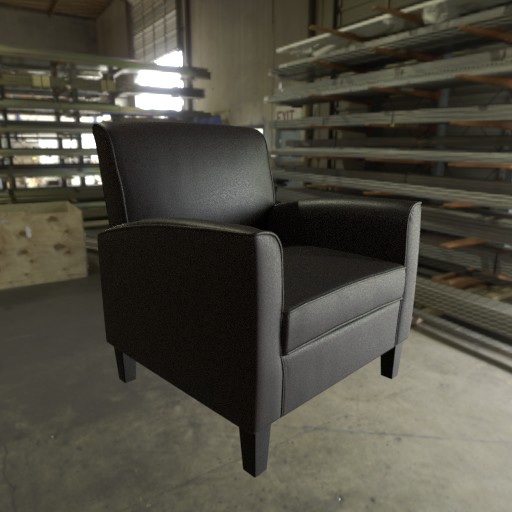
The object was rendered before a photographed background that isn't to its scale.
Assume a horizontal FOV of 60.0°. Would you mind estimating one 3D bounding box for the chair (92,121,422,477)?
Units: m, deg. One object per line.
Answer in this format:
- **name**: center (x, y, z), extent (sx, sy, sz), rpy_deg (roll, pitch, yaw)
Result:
- **chair**: center (0.000, 0.000, 1.541), extent (0.820, 0.916, 0.819), rpy_deg (-13, 19, -43)
